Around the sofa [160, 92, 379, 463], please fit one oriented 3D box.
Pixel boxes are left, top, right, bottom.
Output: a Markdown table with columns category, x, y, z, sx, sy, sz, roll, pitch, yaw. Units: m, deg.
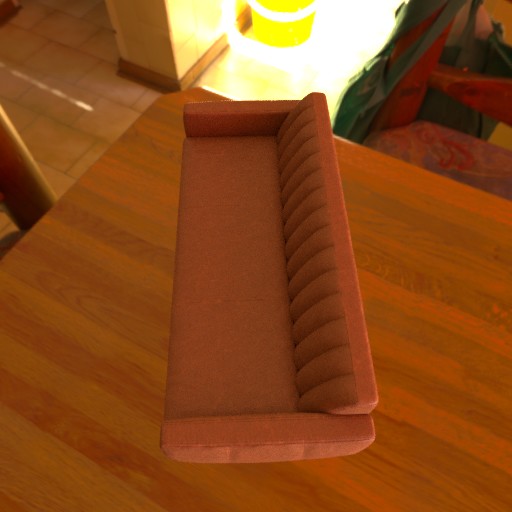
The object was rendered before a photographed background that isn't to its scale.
| category | x | y | z | sx | sy | sz | roll | pitch | yaw |
| --- | --- | --- | --- | --- | --- | --- | --- | --- | --- |
| sofa | 0.000 | 0.000 | 2.713 | 0.990 | 0.821 | 2.291 | -2 | 59 | -1 |
